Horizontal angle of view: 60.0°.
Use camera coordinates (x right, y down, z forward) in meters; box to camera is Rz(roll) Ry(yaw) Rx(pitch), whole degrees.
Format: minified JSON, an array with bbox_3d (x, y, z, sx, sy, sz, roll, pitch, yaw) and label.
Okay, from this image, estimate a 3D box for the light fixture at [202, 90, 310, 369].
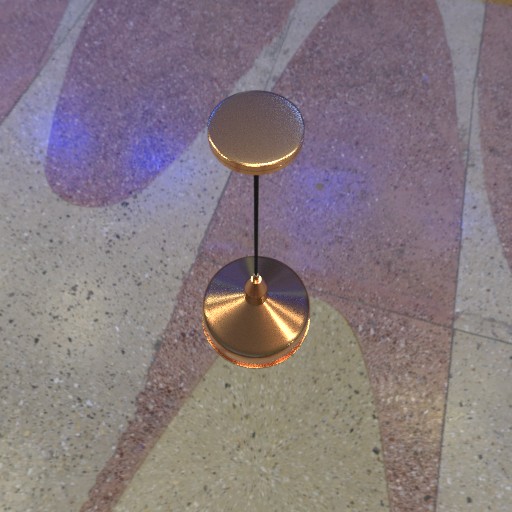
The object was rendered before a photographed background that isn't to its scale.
[{"bbox_3d":[0.000,0.000,0.896,0.301,0.754,0.301,17,66,8],"label":"light fixture"}]
